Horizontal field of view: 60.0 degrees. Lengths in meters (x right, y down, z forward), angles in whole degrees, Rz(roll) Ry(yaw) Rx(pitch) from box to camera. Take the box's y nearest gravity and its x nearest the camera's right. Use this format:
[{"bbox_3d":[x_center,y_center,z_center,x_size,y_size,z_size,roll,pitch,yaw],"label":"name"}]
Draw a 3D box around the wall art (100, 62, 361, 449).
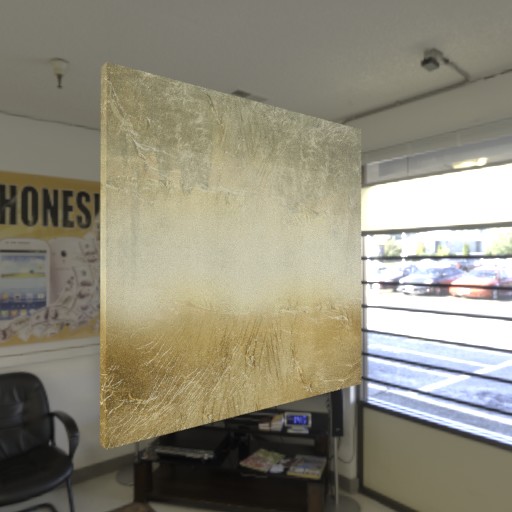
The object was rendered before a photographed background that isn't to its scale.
[{"bbox_3d":[0.000,0.000,1.595,1.092,1.091,0.051,0,0,-37],"label":"wall art"}]
